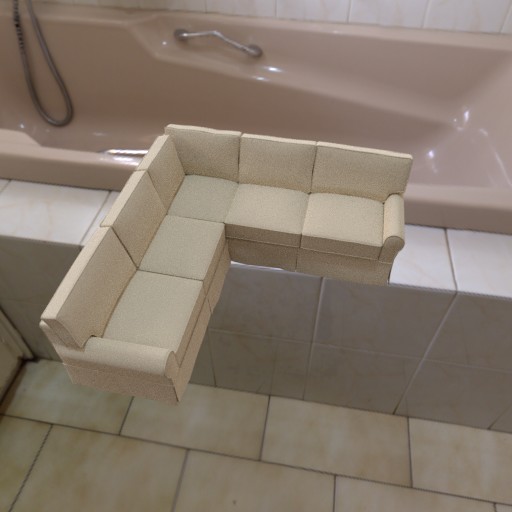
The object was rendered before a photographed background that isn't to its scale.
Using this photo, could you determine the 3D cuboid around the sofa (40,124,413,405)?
[{"bbox_3d":[0.000,0.000,3.972,2.597,1.070,2.591,9,48,8],"label":"sofa"}]
